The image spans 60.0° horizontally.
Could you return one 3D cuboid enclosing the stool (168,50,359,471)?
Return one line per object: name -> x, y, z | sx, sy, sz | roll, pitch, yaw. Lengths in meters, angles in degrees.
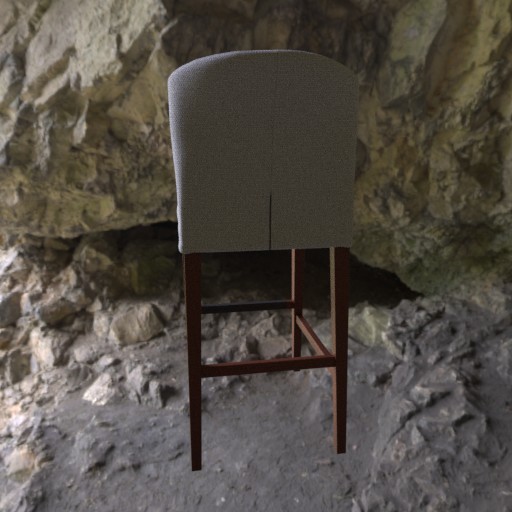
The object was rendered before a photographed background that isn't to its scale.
stool -> 0.000, 0.000, 1.359 | 0.481, 1.069, 0.568 | -2, 14, -9
